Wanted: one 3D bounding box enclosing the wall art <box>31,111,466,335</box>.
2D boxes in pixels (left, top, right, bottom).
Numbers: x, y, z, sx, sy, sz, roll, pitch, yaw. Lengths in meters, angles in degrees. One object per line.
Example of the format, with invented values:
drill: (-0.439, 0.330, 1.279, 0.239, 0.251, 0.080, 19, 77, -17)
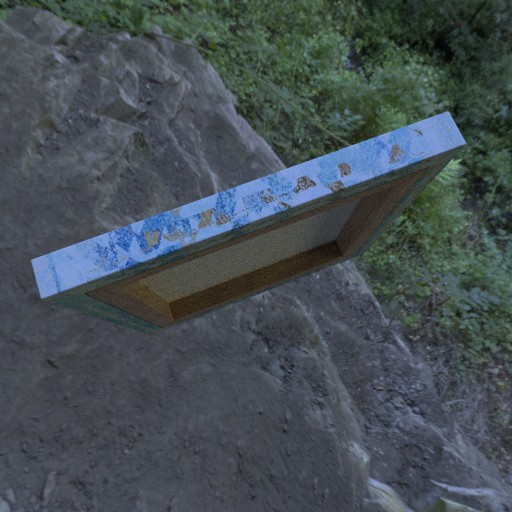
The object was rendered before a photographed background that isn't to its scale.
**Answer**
wall art: (0.000, 0.000, 0.594, 0.405, 0.405, 0.037, -20, 77, -5)
